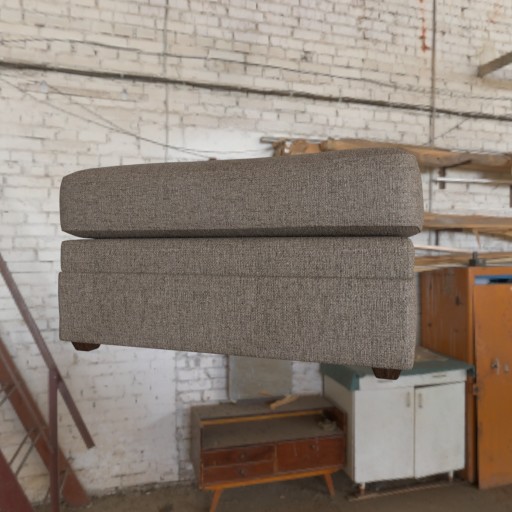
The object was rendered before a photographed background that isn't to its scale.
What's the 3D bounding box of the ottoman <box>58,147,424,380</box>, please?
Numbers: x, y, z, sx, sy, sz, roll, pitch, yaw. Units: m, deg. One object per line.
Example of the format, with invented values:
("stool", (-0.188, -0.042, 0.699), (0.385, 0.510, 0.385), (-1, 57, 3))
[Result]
("ottoman", (0.000, 0.000, 1.257), (0.885, 0.478, 0.637), (0, 1, 19))
